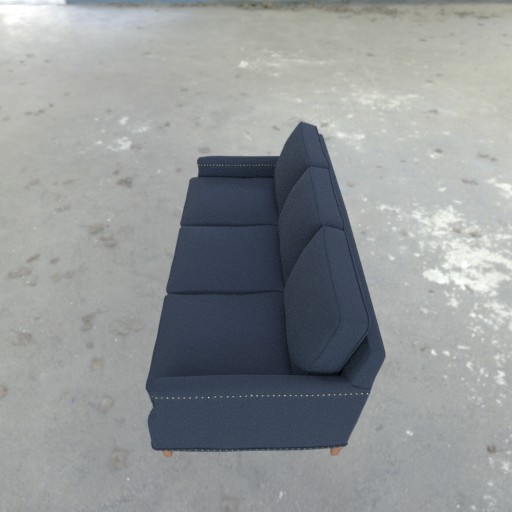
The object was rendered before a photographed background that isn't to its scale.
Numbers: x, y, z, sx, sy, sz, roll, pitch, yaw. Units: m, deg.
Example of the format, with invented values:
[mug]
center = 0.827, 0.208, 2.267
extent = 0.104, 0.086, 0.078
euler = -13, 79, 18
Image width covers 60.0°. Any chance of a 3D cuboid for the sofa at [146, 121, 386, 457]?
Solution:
[sofa]
center = 0.000, 0.000, 2.874
extent = 1.084, 1.003, 2.246
euler = 0, 40, 0
